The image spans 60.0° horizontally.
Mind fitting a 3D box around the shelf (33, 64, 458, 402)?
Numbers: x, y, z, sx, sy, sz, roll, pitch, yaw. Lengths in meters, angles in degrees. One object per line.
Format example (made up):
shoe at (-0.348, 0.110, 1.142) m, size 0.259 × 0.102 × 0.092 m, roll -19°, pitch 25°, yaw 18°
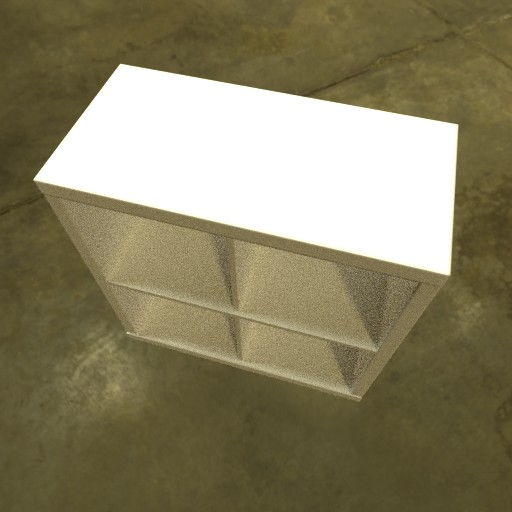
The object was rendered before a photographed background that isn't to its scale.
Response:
shelf at (0.000, 0.000, 1.235) m, size 0.790 × 0.786 × 0.390 m, roll 13°, pitch 58°, yaw 9°
